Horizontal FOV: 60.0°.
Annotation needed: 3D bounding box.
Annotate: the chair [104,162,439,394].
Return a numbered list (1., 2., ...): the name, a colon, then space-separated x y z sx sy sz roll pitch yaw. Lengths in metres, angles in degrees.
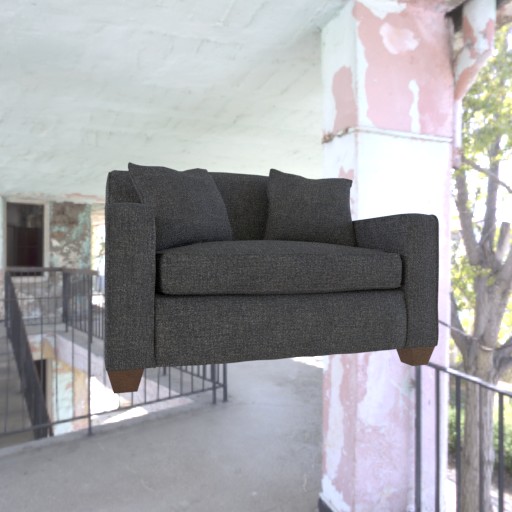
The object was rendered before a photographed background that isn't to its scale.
1. chair: 0.000 0.000 2.132 1.383 0.948 1.000 0 0 -18
